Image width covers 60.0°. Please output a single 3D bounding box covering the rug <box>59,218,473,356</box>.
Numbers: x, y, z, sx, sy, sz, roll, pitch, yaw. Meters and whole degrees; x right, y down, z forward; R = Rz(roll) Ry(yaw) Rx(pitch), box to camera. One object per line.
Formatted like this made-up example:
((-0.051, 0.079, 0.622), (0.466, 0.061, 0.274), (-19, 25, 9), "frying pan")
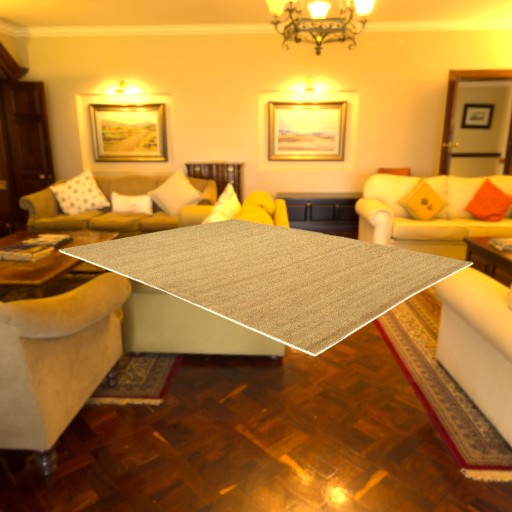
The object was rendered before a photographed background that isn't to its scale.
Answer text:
((0.000, 0.000, 4.256), (3.202, 0.045, 2.434), (14, 21, 42), "rug")
